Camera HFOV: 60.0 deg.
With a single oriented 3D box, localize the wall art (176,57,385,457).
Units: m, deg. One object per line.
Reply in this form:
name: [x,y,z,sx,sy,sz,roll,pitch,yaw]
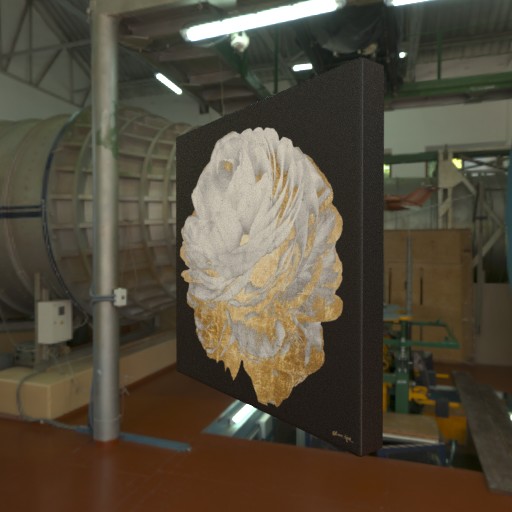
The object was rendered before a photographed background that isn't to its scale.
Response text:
wall art: [0.000,0.000,0.620,0.041,0.407,0.406,-1,1,-37]
